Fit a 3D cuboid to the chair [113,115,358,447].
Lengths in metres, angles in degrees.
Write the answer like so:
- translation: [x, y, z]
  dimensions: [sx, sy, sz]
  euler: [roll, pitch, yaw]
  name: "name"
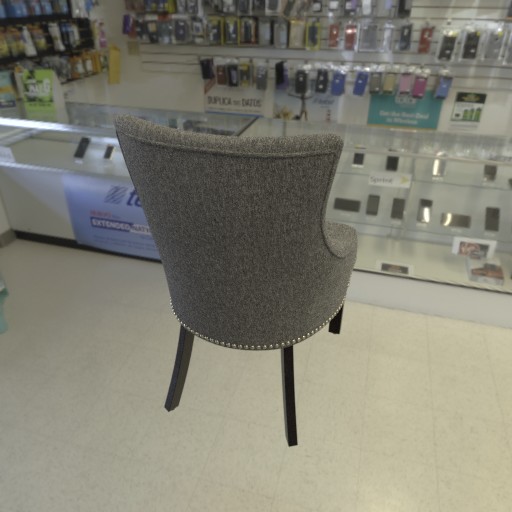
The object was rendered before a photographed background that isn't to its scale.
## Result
- translation: [0.000, 0.000, 1.336]
  dimensions: [0.566, 0.909, 0.629]
  euler: [10, 33, 16]
  name: "chair"
